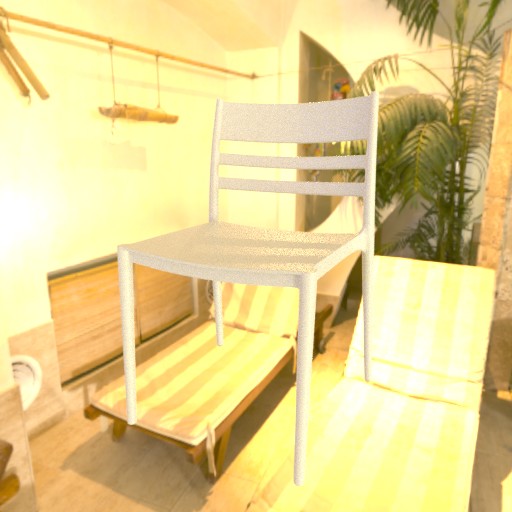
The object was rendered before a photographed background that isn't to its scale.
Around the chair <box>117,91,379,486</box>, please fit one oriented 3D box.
[{"bbox_3d":[0.000,0.000,1.119,0.531,0.800,0.511,7,16,26],"label":"chair"}]
